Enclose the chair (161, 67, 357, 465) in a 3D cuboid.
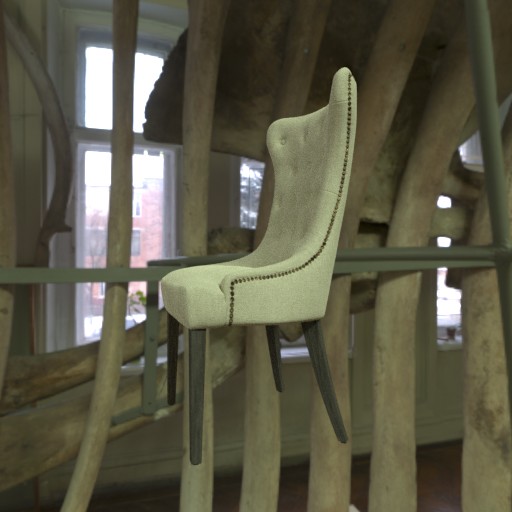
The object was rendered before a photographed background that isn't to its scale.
[{"bbox_3d":[0.000,0.000,1.442,0.590,1.065,0.584,0,0,-18],"label":"chair"}]
